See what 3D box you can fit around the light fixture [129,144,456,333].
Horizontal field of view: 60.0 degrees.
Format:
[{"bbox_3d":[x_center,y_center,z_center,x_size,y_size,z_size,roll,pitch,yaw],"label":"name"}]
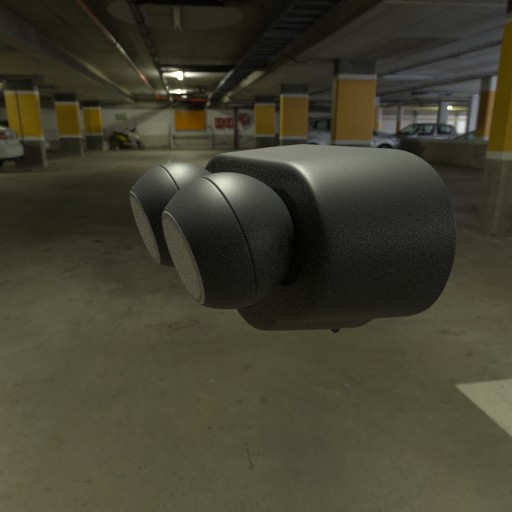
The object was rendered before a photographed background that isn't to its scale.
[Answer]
[{"bbox_3d":[0.000,0.000,0.337,0.159,0.159,0.229,-8,18,-26],"label":"light fixture"}]
